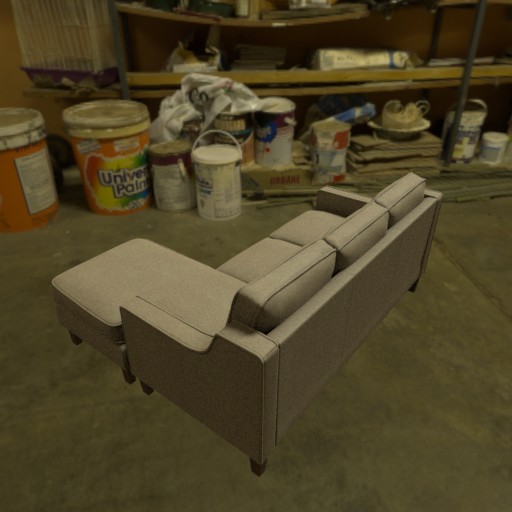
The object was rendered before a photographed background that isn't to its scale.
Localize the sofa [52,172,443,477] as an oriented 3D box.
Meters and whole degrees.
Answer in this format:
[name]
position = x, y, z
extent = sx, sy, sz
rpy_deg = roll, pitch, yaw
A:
[sofa]
position = 0.000, 0.000, 3.284
extent = 1.858, 1.081, 2.317
rpy_deg = 22, 37, 32
